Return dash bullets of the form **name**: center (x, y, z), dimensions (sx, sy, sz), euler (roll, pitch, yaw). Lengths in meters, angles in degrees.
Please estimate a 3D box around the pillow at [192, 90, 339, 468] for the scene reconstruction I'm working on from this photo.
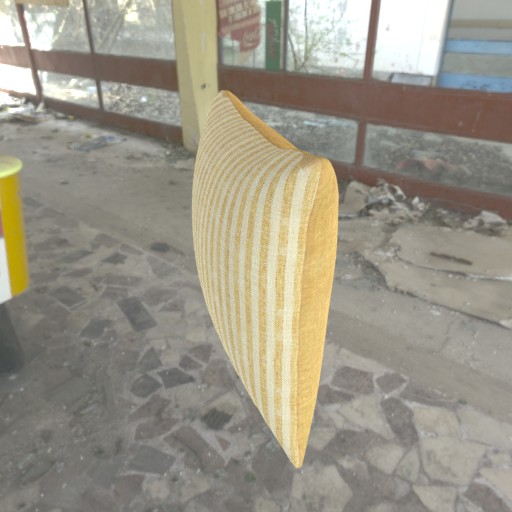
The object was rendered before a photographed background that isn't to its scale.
- **pillow**: center (0.000, 0.000, 0.651), dimensions (0.173, 0.407, 0.419), euler (-8, 30, -14)
